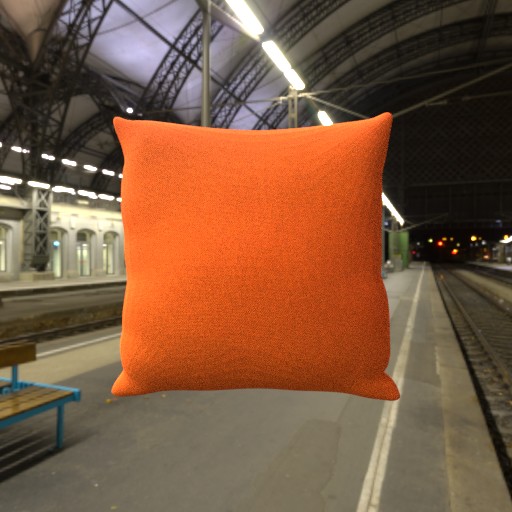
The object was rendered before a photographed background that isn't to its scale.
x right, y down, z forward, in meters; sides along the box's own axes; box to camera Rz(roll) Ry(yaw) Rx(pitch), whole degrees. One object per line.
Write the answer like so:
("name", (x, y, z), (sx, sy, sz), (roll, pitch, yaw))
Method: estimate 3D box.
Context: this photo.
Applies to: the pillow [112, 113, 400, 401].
("pillow", (0.000, 0.000, 0.683), (0.440, 0.441, 0.182), (0, 0, 0))
